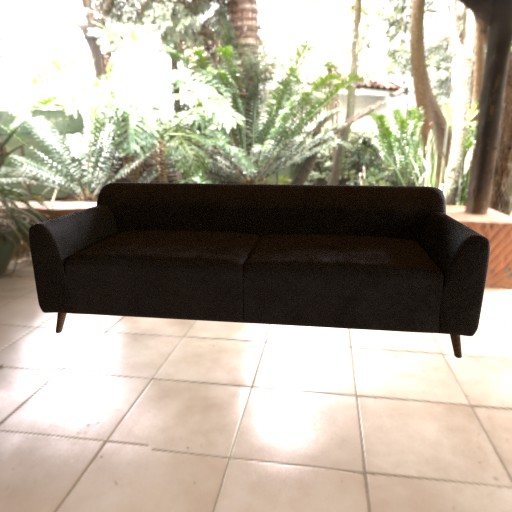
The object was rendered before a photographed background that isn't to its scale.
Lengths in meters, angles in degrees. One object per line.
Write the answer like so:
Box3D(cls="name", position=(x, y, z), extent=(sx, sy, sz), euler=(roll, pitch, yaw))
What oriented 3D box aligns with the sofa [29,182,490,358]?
Box3D(cls="sofa", position=(0.000, 0.000, 2.538), extent=(2.190, 0.740, 0.900), euler=(2, 15, 8))
